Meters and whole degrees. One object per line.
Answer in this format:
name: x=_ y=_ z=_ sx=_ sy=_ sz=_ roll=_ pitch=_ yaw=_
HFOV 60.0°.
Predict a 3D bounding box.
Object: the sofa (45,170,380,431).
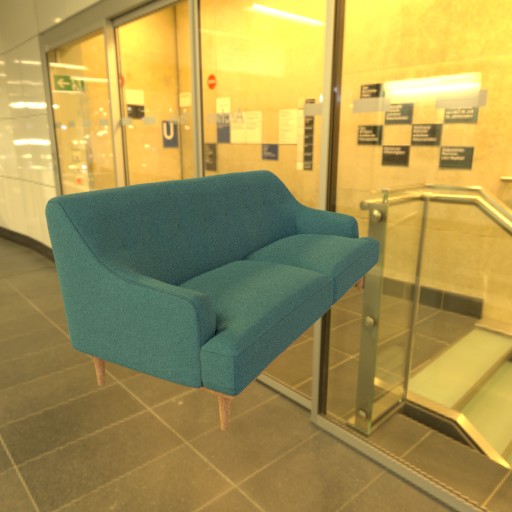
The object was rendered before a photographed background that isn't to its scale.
sofa: x=0.000 y=0.000 z=2.586 sx=0.978 sy=0.871 sz=2.057 roll=8 pitch=17 yaw=28
